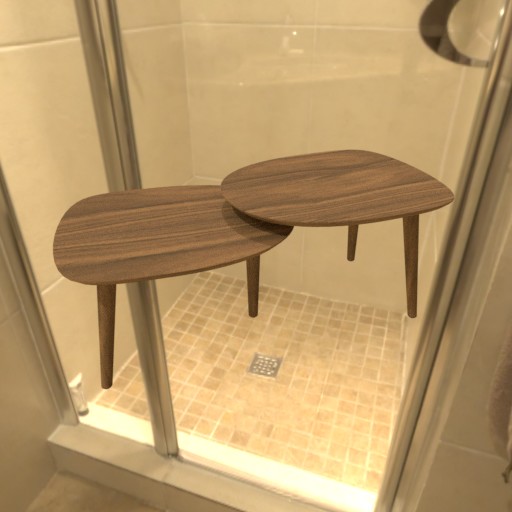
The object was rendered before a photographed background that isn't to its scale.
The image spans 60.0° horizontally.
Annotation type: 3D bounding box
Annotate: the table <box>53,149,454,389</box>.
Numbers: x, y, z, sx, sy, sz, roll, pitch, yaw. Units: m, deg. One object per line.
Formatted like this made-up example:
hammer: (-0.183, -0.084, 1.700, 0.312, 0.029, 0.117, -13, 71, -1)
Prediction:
table: (0.000, 0.000, 1.355, 1.084, 0.429, 0.527, -9, 32, -15)
